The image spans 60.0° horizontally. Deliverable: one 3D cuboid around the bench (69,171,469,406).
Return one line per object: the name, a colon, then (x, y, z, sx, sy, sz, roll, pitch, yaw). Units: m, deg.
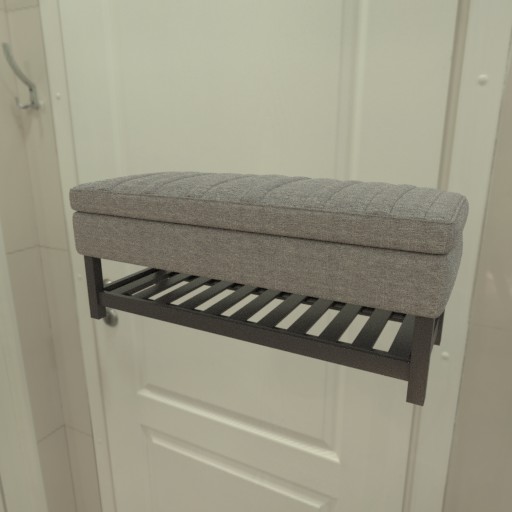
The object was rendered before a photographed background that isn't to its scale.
bench: (0.000, 0.000, 1.321, 1.100, 0.470, 0.429, 8, 18, 27)
